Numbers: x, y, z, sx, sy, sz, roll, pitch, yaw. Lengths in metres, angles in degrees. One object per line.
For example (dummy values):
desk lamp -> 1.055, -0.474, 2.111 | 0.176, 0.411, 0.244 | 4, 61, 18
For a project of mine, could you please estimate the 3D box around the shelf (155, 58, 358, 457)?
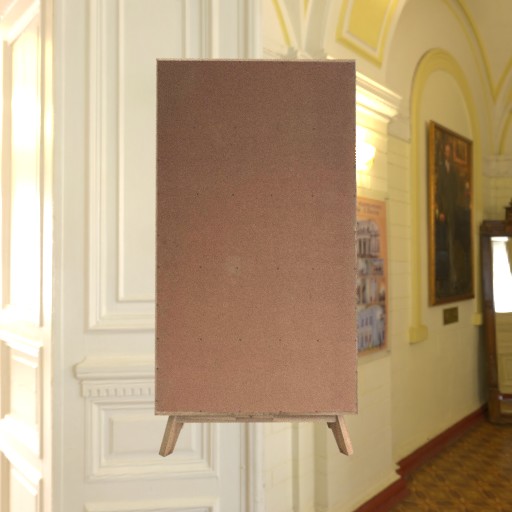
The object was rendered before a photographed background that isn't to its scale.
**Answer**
shelf -> 0.000, 0.000, 1.784 | 0.748, 1.471, 0.308 | 0, -1, -1
